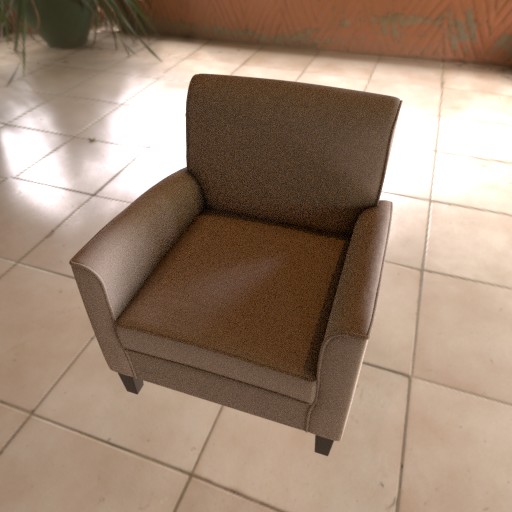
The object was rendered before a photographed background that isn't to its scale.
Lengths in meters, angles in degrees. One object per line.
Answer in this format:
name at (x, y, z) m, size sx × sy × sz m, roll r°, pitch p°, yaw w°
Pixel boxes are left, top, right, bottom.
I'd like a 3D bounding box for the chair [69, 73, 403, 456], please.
chair at (0.000, 0.000, 1.505) m, size 0.820 × 0.915 × 0.820 m, roll 13°, pitch 43°, yaw 14°
